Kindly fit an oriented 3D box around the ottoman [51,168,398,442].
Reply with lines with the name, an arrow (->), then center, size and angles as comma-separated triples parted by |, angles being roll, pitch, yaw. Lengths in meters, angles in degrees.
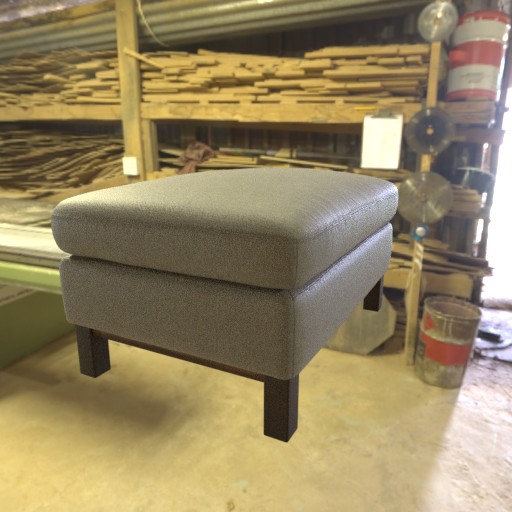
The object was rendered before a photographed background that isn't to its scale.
ottoman -> 0.000, 0.000, 1.044 | 0.528, 0.404, 0.735 | 8, 17, 27
